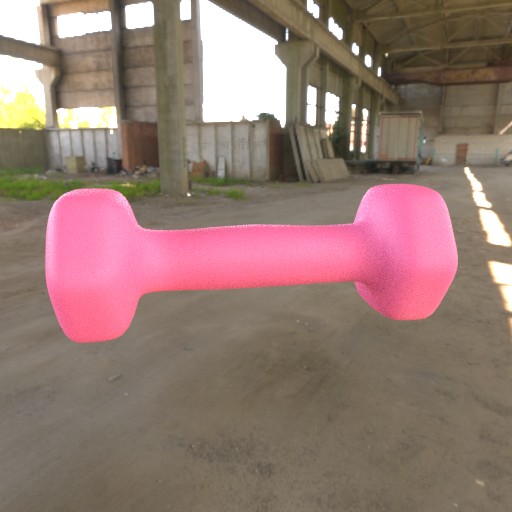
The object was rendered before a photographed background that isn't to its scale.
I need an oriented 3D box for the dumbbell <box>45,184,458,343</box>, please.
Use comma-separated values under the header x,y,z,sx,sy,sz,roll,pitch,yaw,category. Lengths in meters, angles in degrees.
x,y,z,sx,sy,sz,roll,pitch,yaw,category
0.000,0.000,0.171,0.146,0.053,0.058,-2,14,-9,dumbbell
